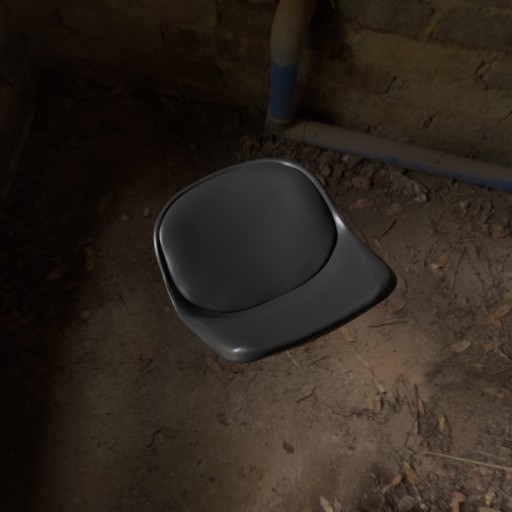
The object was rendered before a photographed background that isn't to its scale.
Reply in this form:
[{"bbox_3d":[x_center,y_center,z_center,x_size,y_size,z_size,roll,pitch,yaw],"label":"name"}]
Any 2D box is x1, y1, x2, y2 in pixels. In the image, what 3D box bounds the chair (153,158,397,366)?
[{"bbox_3d":[0.000,0.000,1.176,0.485,0.850,0.530,-24,77,-6],"label":"chair"}]
